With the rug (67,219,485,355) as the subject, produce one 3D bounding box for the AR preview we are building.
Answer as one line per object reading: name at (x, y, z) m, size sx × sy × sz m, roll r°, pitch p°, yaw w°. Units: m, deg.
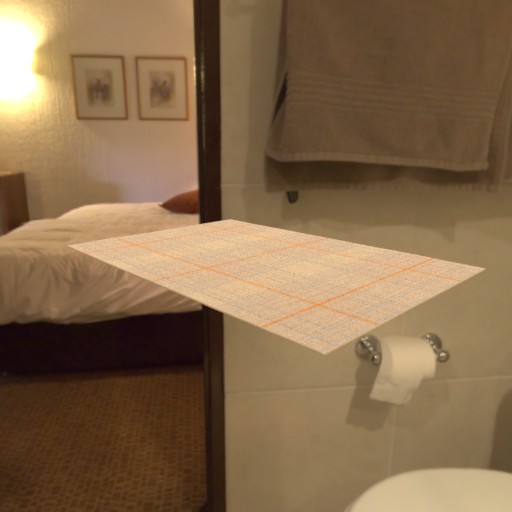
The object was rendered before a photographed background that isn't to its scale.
rug at (0.000, 0.000, 2.297) m, size 1.232 × 0.015 × 1.825 m, roll -14°, pitch 20°, yaw -42°
